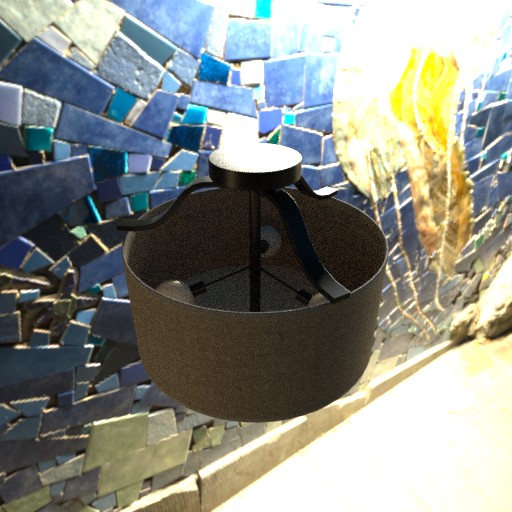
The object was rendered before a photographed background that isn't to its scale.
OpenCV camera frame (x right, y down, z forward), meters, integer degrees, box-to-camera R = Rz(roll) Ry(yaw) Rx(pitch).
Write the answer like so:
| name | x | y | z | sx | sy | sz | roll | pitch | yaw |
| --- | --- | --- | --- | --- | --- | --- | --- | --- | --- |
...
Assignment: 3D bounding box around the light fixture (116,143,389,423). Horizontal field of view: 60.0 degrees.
| name | x | y | z | sx | sy | sz | roll | pitch | yaw |
| --- | --- | --- | --- | --- | --- | --- | --- | --- | --- |
| light fixture | 0.000 | 0.000 | 0.669 | 0.390 | 0.306 | 0.390 | 0 | 31 | 0 |
